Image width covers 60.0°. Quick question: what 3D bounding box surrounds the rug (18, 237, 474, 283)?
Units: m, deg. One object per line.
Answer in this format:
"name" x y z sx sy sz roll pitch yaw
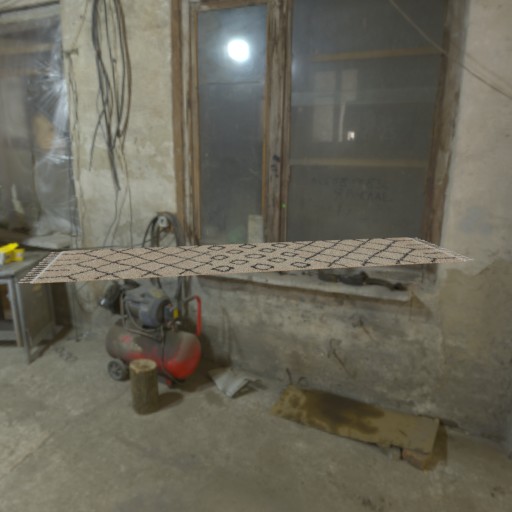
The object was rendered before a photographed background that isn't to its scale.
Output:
"rug" 0.000 0.000 2.656 2.464 0.005 0.660 -3 14 -10
